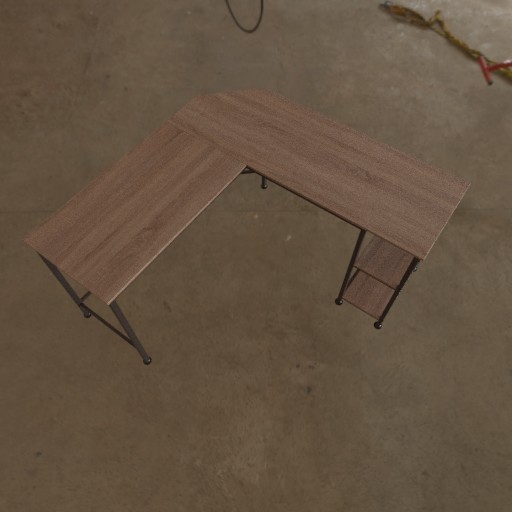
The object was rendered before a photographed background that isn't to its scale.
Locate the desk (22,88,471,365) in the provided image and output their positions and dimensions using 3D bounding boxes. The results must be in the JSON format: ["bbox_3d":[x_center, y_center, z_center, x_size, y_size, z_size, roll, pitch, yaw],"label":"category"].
[{"bbox_3d":[0.000,0.000,2.214,1.379,0.739,1.379,31,63,18],"label":"desk"}]
